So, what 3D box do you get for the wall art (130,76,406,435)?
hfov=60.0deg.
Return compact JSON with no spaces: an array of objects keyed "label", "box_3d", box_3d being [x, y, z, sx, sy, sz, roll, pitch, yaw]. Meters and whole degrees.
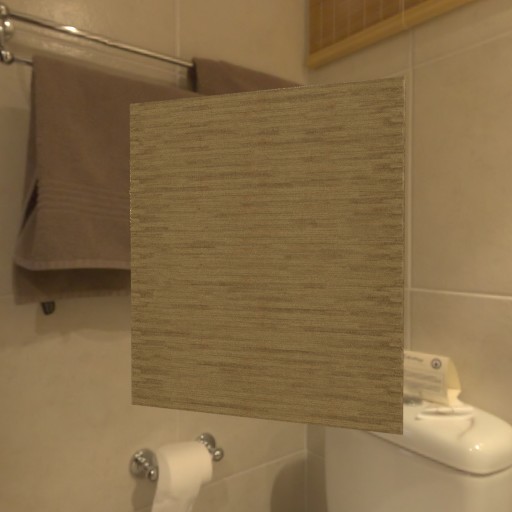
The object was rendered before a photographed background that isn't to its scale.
[{"label":"wall art","box_3d":[0.000,0.000,0.760,0.483,0.559,0.009,0,1,16]}]
